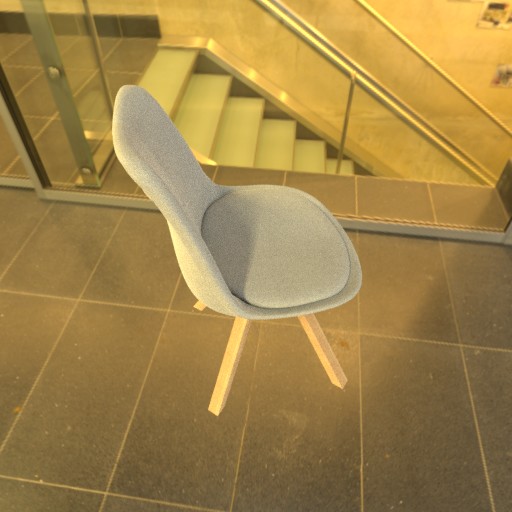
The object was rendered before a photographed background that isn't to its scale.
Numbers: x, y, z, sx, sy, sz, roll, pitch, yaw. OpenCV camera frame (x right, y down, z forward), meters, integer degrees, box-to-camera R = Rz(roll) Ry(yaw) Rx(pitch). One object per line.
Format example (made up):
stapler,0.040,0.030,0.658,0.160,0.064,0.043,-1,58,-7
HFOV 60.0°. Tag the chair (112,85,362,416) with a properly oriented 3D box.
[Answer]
chair,0.000,0.000,1.170,0.549,0.863,0.474,-8,47,-8
